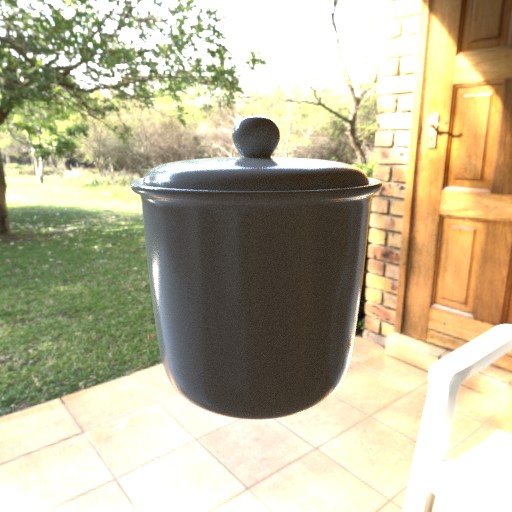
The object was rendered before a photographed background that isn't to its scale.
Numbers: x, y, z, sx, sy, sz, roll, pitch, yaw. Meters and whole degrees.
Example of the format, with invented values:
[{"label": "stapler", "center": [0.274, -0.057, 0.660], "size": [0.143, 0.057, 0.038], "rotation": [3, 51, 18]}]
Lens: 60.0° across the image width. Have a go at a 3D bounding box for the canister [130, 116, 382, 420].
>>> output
[{"label": "canister", "center": [0.000, 0.000, 0.345], "size": [0.182, 0.208, 0.182], "rotation": [0, 14, 0]}]
